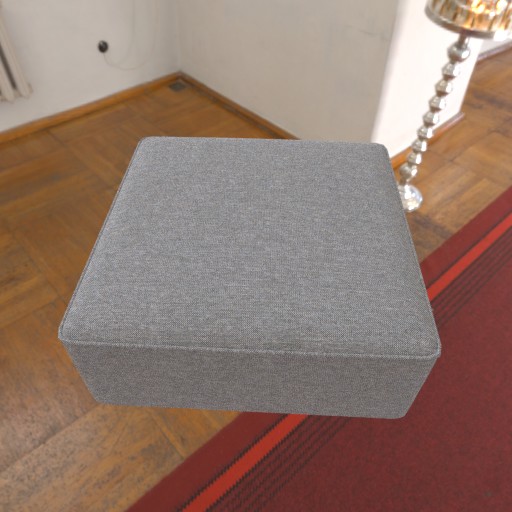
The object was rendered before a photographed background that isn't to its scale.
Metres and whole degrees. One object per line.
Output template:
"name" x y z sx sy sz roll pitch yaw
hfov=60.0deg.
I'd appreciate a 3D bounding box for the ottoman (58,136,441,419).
"ottoman" 0.000 0.000 1.596 1.005 0.455 1.005 2 46 2
